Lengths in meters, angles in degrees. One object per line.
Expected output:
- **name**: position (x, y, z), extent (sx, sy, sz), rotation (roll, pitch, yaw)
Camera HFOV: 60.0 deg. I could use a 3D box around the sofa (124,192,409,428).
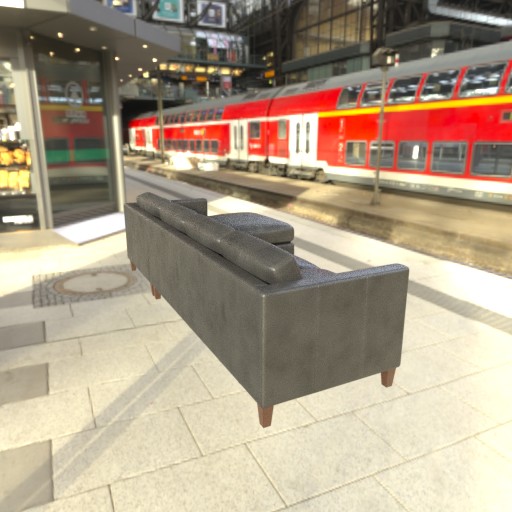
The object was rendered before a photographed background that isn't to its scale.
- **sofa**: position (0.000, 0.000, 3.831), extent (1.581, 0.883, 3.203), rotation (-8, 17, -26)
